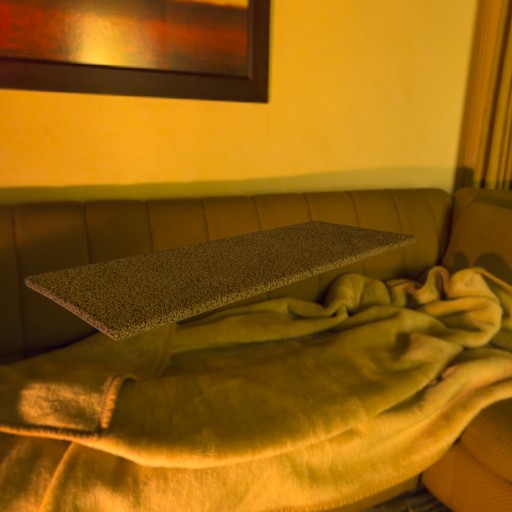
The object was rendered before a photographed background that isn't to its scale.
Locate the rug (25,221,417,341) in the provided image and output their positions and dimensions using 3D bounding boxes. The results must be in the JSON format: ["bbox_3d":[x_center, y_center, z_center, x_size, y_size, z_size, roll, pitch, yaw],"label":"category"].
[{"bbox_3d":[0.000,0.000,1.750,1.524,0.030,0.609,-14,20,-43],"label":"rug"}]
